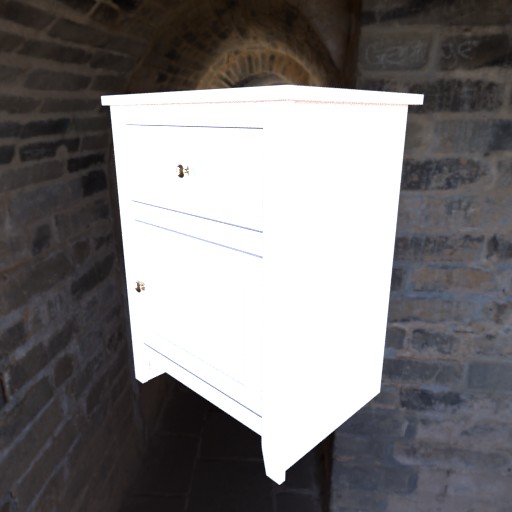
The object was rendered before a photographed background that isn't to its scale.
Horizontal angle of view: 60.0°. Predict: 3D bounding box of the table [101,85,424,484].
[{"bbox_3d":[0.000,0.000,0.931,0.480,0.635,0.381,17,24,42],"label":"table"}]
